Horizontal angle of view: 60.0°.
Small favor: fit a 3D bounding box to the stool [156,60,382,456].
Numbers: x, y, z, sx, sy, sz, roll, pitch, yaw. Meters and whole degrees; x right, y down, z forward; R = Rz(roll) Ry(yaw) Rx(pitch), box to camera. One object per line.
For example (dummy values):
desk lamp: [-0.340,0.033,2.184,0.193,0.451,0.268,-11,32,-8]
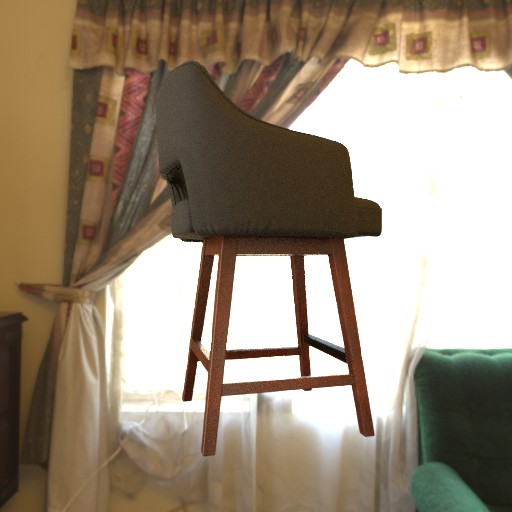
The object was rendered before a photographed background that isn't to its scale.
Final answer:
stool: [0.000,0.000,1.261,0.558,0.912,0.548,0,-1,-16]
